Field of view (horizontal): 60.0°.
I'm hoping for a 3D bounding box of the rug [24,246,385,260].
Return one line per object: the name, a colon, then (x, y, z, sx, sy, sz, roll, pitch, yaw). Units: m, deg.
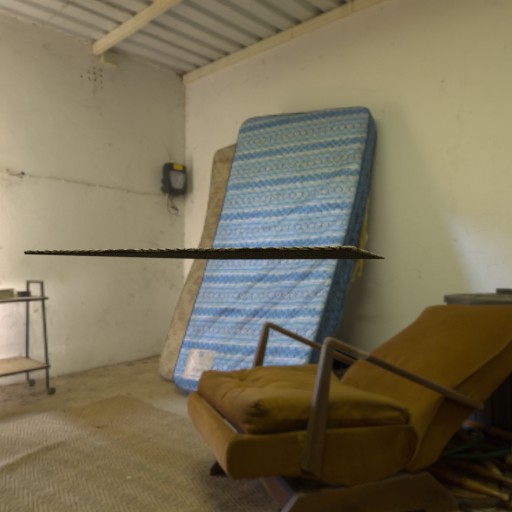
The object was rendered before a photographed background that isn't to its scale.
rug: (0.000, 0.000, 2.313, 1.210, 0.016, 1.833, 0, -1, 19)
